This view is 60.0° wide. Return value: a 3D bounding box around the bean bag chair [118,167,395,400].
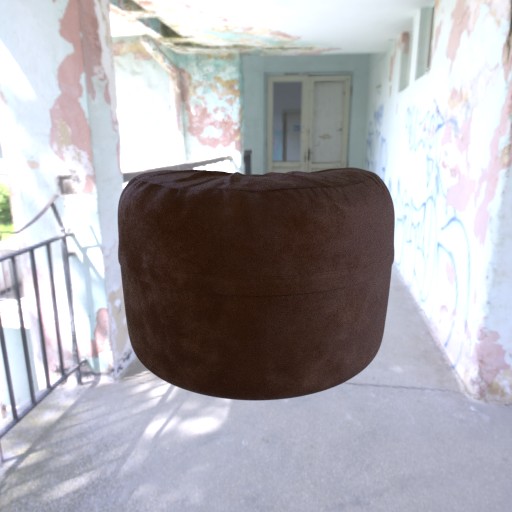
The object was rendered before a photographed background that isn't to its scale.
[{"bbox_3d":[0.000,0.000,1.544,0.918,0.616,0.918,0,16,0],"label":"bean bag chair"}]
